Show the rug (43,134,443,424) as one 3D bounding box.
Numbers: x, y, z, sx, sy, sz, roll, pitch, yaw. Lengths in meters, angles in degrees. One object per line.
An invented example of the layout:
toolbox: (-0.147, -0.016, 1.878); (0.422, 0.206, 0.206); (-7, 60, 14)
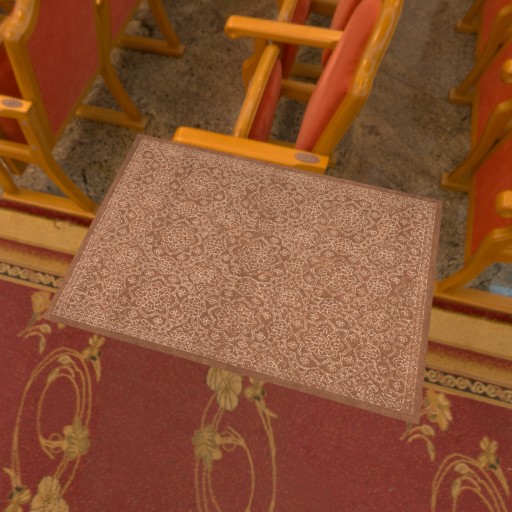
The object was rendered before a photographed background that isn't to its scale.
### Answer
rug: (0.000, 0.000, 2.904); (2.286, 0.011, 1.524); (14, 64, 7)
